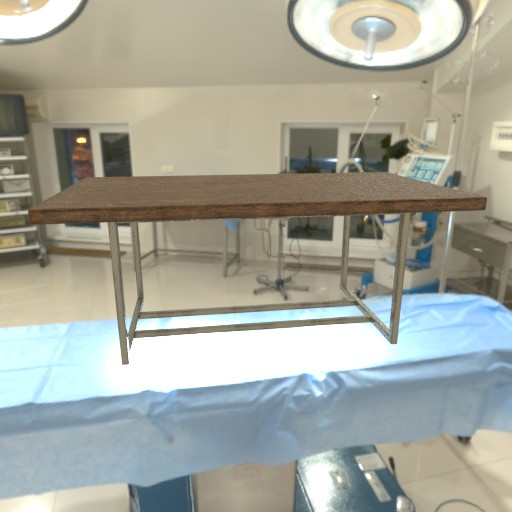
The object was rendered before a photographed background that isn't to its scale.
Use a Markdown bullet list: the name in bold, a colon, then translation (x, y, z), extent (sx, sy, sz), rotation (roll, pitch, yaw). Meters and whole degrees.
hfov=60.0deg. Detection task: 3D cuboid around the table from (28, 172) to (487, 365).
- **table**: translation (0.000, 0.000, 2.516), extent (1.989, 0.795, 1.078), rotation (-3, 17, -8)
